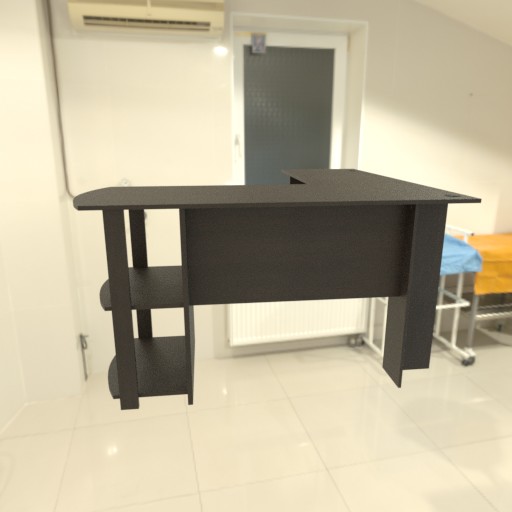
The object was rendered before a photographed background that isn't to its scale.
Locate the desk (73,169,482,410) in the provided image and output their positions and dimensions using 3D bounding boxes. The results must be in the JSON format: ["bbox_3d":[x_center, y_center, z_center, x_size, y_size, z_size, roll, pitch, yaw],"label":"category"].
[{"bbox_3d":[0.000,0.000,2.119,1.361,0.716,1.303,-2,16,-7],"label":"desk"}]
